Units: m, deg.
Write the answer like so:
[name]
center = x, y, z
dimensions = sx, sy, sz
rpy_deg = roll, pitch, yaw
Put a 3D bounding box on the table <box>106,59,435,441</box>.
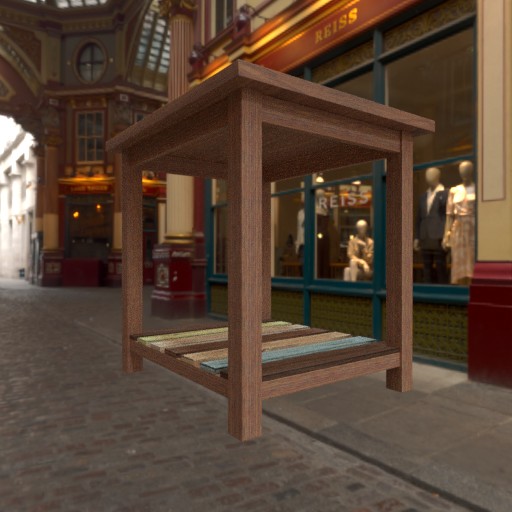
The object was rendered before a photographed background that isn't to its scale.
[table]
center = 0.000, 0.000, 1.143
dimensions = 0.559, 0.635, 0.660
rpy_deg = 0, 0, -37
